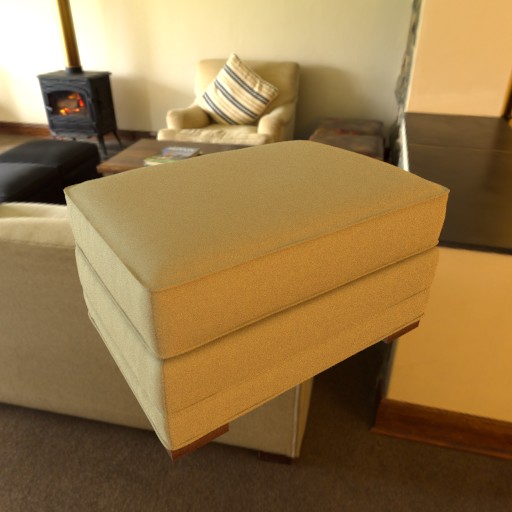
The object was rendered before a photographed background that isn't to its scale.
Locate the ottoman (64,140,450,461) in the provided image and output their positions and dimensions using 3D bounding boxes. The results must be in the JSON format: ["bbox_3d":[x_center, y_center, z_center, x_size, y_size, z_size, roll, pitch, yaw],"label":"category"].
[{"bbox_3d":[0.000,0.000,1.224,0.848,0.482,0.611,-19,35,-29],"label":"ottoman"}]
